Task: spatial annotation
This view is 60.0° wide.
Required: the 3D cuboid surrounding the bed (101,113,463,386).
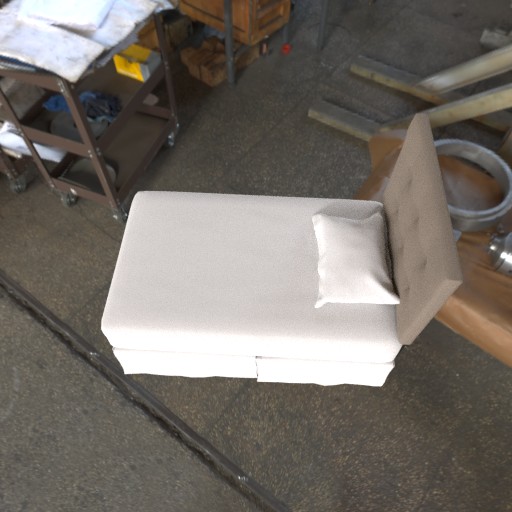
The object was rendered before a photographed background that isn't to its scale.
[{"bbox_3d":[0.000,0.000,3.001,1.997,1.571,1.261,3,58,2],"label":"bed"}]
